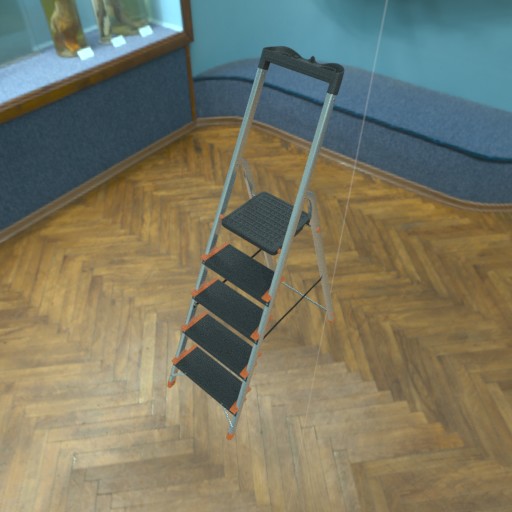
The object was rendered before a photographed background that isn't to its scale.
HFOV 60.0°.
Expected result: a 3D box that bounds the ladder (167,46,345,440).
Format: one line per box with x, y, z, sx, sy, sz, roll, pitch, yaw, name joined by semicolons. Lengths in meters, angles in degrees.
0.000;0.000;2.053;0.480;1.646;0.995;31;54;26;ladder
